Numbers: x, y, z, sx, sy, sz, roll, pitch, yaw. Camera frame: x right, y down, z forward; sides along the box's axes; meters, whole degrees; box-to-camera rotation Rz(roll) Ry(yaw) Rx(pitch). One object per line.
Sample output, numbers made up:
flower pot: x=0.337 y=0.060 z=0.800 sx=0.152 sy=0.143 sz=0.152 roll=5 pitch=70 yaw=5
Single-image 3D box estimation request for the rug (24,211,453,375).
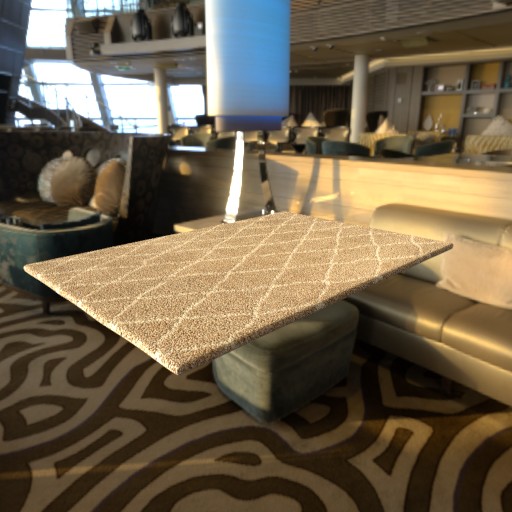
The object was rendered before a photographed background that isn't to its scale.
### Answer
rug: x=0.000 y=0.000 z=2.194 sx=1.778 sy=0.030 sz=1.219 roll=-16 pitch=23 yaw=-42
